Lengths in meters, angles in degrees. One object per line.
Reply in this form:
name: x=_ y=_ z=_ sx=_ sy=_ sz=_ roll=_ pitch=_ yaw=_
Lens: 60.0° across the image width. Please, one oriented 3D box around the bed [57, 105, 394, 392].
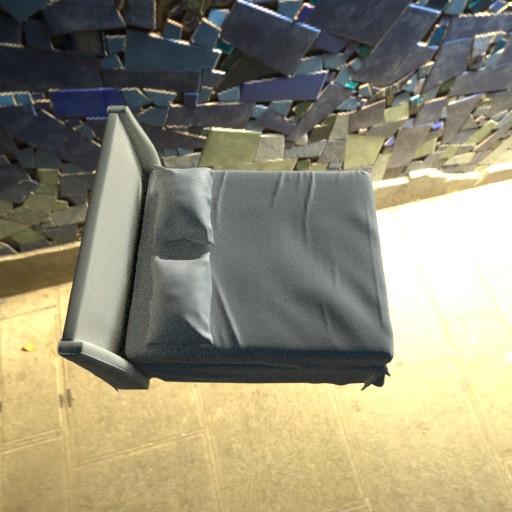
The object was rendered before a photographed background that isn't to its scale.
bed: x=0.000 y=0.000 z=3.508 sx=2.276 sy=1.332 sz=1.925 roll=0 pitch=64 yaw=0
